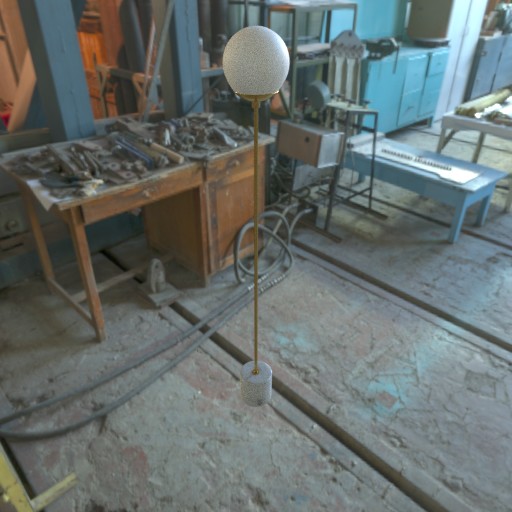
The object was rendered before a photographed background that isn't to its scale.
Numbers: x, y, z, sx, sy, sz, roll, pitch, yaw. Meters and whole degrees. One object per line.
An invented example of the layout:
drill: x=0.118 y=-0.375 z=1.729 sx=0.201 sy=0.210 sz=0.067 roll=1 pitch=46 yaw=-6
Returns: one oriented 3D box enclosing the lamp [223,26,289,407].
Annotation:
lamp: x=0.000 y=0.000 z=1.895 sx=0.224 sy=1.753 sz=0.224 roll=1 pitch=32 yaw=1
